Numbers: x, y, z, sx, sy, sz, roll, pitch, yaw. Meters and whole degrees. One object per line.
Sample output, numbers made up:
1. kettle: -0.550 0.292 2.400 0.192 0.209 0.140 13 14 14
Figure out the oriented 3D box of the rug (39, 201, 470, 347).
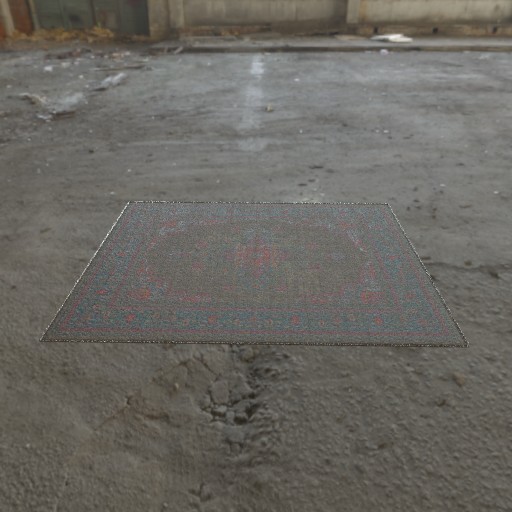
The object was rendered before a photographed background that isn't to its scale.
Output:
1. rug: 0.000 0.000 4.174 3.057 0.013 2.434 1 31 1
